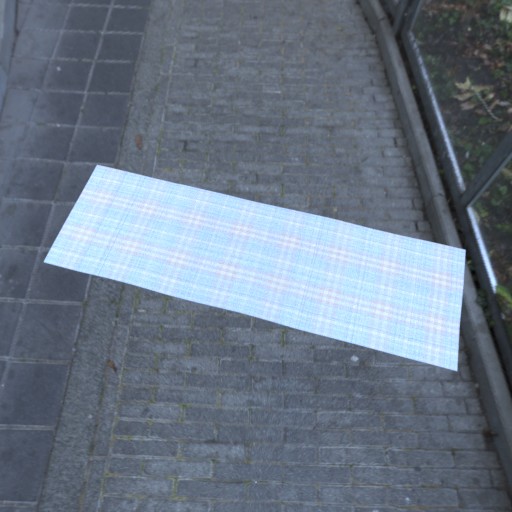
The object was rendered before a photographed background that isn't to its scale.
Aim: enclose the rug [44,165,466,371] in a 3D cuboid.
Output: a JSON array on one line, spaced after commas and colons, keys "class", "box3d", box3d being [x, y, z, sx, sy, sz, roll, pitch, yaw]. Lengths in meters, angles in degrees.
[{"class": "rug", "box3d": [0.000, 0.000, 2.679, 2.439, 0.013, 0.762, 14, 64, 7]}]
